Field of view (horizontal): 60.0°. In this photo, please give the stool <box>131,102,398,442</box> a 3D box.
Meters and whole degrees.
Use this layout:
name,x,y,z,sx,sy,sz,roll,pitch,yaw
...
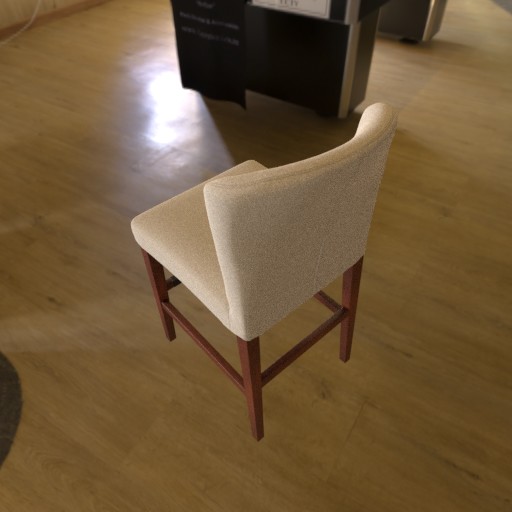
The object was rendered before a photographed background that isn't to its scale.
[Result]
name,x,y,z,sx,sy,sz,roll,pitch,yaw
stool,0.000,0.000,1.267,0.479,0.968,0.568,-33,54,-28
